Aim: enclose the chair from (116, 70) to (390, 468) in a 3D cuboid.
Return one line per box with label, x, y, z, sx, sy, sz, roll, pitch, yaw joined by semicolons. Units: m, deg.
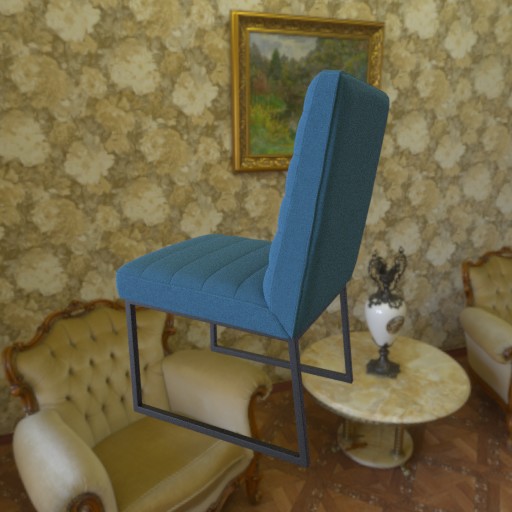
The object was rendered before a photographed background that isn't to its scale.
chair;0.000;0.000;1.298;0.634;0.930;0.520;7;16;25
